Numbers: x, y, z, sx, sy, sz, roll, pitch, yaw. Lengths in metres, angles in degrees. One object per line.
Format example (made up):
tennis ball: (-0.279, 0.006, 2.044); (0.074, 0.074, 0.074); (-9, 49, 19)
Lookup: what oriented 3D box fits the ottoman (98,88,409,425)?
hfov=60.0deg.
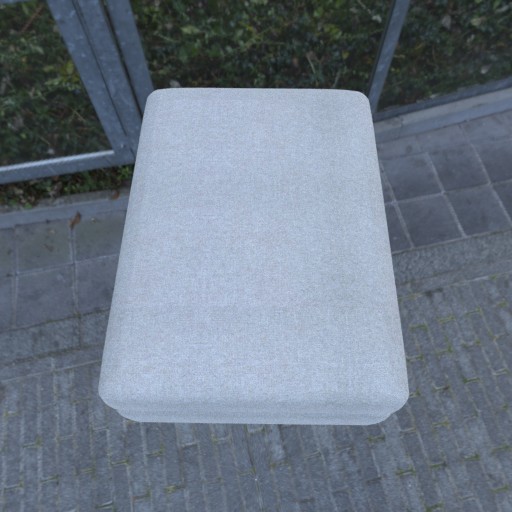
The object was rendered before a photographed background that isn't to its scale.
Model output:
ottoman: (0.000, 0.000, 1.178); (0.610, 0.478, 0.823); (1, 63, 0)
